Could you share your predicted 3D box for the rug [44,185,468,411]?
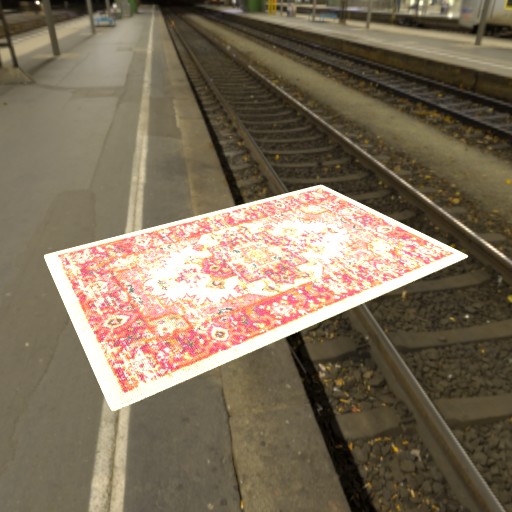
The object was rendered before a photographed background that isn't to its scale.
[{"bbox_3d":[0.000,0.000,1.073,0.868,0.004,0.556,-18,35,-27],"label":"rug"}]
